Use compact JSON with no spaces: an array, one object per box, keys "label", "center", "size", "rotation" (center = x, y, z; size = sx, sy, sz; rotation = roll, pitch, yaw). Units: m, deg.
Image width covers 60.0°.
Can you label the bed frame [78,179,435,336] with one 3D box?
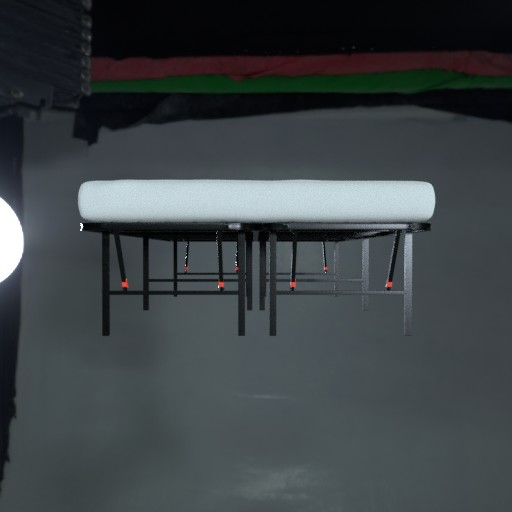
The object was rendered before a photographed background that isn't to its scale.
[{"label":"bed frame","center":[0.000,0.000,2.604],"size":[1.372,0.637,1.905],"rotation":[0,0,0]}]
